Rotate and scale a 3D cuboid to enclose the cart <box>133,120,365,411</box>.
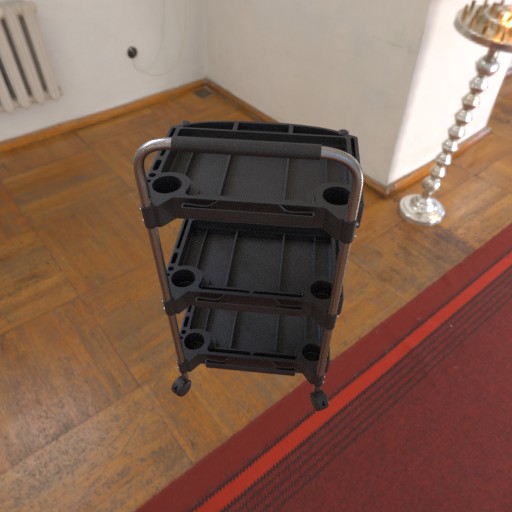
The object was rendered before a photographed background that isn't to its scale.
[{"bbox_3d":[0.000,0.000,1.442,0.584,1.075,0.518,4,45,4],"label":"cart"}]
